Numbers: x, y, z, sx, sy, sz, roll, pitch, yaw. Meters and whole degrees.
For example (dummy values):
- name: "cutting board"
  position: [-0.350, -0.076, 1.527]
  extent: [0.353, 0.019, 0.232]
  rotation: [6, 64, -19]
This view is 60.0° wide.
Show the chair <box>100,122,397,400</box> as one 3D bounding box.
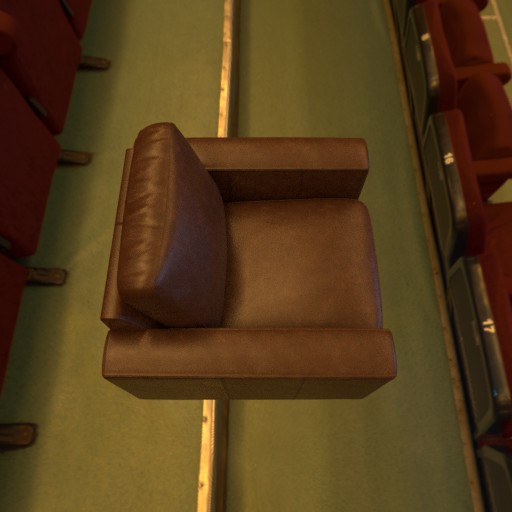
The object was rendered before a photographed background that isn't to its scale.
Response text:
- name: "chair"
  position: [0.000, 0.000, 1.770]
  extent: [1.016, 0.873, 1.005]
  rotation: [0, 65, 0]
